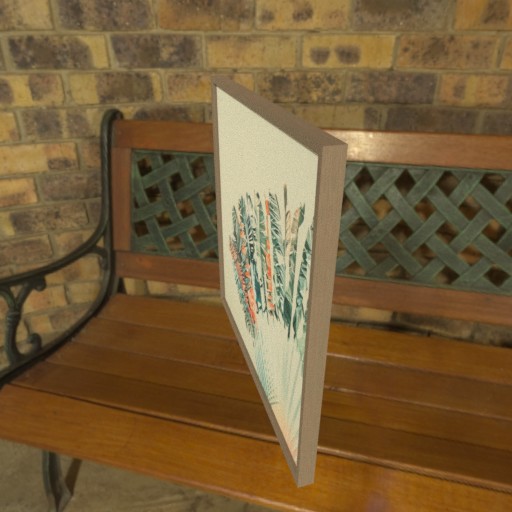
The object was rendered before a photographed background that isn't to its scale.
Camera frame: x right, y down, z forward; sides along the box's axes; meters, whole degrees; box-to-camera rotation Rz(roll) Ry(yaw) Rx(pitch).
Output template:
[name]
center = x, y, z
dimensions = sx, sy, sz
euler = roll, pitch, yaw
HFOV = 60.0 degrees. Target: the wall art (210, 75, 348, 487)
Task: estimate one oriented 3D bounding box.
[wall art]
center = 0.000, 0.000, 1.116
dimensions = 0.038, 0.758, 0.761
euler = -8, 30, -15
